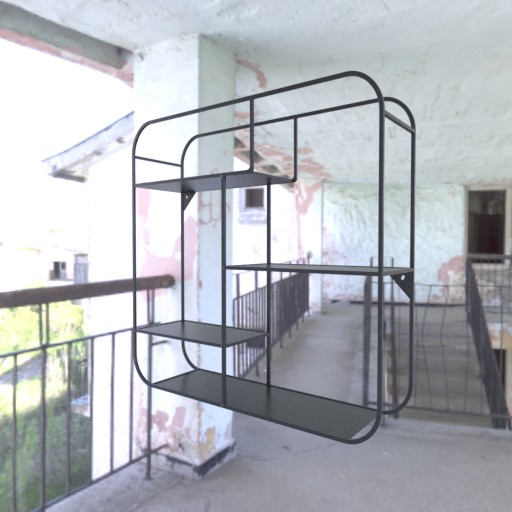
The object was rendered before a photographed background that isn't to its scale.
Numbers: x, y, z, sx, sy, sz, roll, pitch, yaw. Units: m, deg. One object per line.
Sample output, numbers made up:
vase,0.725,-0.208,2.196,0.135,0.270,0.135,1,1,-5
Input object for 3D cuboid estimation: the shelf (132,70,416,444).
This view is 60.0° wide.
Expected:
shelf,0.000,0.000,0.921,0.600,0.600,0.160,1,2,37
